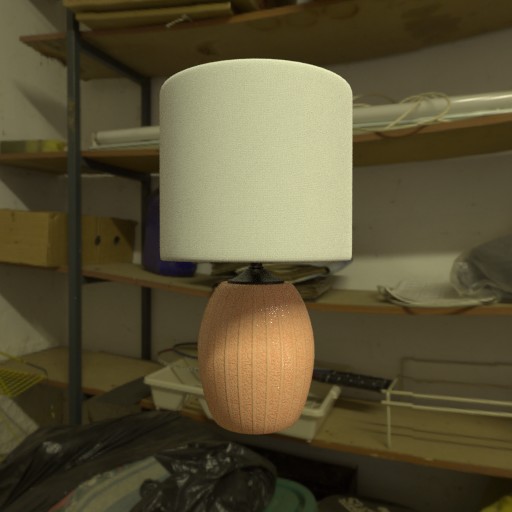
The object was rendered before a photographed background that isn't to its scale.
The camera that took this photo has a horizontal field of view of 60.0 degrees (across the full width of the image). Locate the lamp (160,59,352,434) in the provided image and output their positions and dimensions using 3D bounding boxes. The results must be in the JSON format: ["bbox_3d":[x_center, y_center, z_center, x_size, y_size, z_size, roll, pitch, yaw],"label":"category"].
[{"bbox_3d":[0.000,0.000,0.777,0.329,0.570,0.329,0,1,0],"label":"lamp"}]
